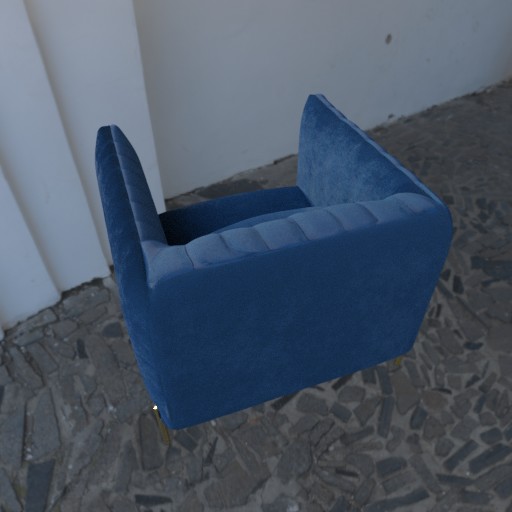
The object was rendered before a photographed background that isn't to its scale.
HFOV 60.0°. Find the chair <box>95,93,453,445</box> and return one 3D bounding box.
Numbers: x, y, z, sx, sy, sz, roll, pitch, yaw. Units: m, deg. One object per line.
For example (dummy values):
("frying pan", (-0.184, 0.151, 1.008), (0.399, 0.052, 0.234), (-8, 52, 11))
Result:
("chair", (0.000, 0.000, 1.597), (0.947, 0.793, 0.877), (-14, 44, -15))
